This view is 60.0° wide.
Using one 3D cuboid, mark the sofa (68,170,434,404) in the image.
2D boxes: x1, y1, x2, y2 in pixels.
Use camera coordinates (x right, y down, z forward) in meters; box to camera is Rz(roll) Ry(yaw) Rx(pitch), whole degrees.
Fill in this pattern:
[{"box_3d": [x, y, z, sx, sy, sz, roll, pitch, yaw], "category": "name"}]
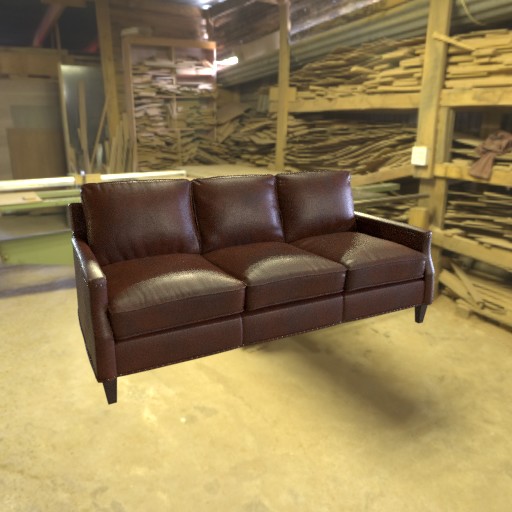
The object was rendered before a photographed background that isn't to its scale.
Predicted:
[{"box_3d": [0.000, 0.000, 2.945, 2.240, 1.003, 1.084, -8, 18, -26], "category": "sofa"}]
